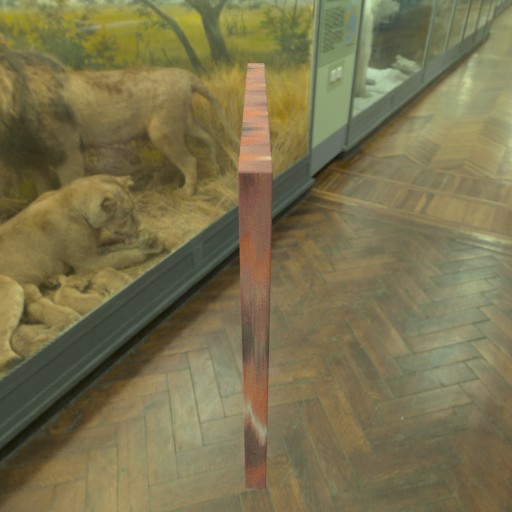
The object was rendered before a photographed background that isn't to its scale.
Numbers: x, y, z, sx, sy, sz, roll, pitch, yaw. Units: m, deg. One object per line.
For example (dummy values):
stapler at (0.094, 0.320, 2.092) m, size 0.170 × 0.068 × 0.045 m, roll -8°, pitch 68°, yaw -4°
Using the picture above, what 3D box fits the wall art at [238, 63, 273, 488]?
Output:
wall art at (0.000, 0.000, 0.882) m, size 0.037 × 0.609 × 0.603 m, roll 0°, pitch 34°, yaw 0°
